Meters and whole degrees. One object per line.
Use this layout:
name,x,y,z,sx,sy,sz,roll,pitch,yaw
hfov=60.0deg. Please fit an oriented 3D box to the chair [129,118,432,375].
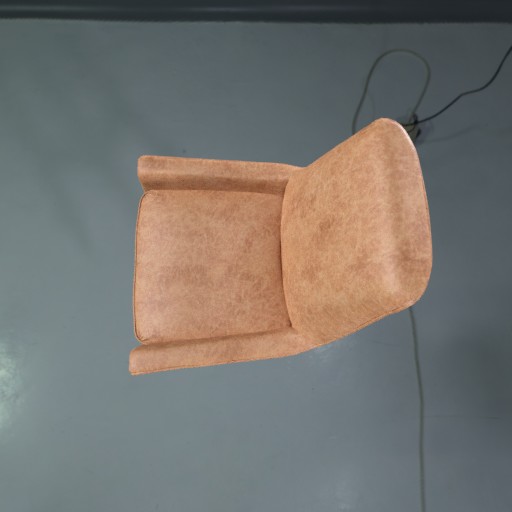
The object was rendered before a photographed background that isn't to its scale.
chair,0.000,0.000,1.494,0.851,0.883,0.753,-2,75,0
